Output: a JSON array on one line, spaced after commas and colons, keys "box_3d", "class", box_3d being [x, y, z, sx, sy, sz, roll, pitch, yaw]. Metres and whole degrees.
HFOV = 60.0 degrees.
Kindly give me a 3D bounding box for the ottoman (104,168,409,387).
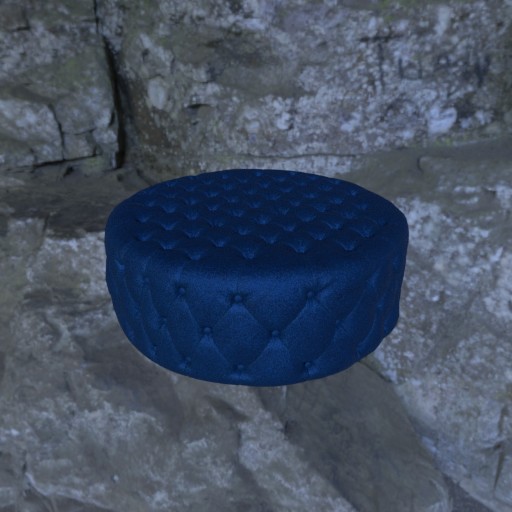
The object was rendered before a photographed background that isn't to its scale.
[{"box_3d": [0.000, 0.000, 1.549, 0.998, 0.398, 0.998, 0, 27, 0], "class": "ottoman"}]
